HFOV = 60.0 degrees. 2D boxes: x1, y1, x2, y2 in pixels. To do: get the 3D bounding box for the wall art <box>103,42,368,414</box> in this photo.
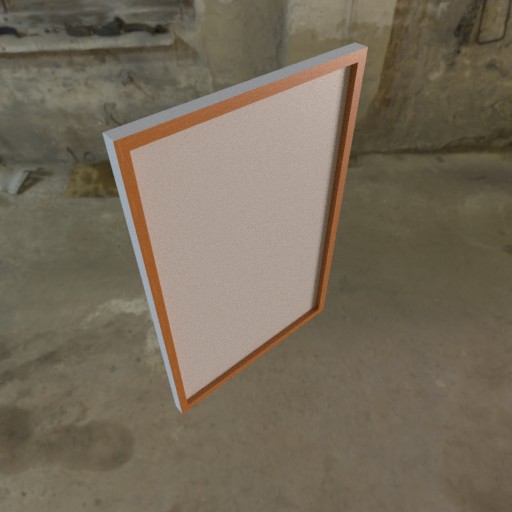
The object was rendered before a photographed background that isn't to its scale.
[{"bbox_3d":[0.000,0.000,1.155,0.610,0.916,0.037,-31,52,-27],"label":"wall art"}]
